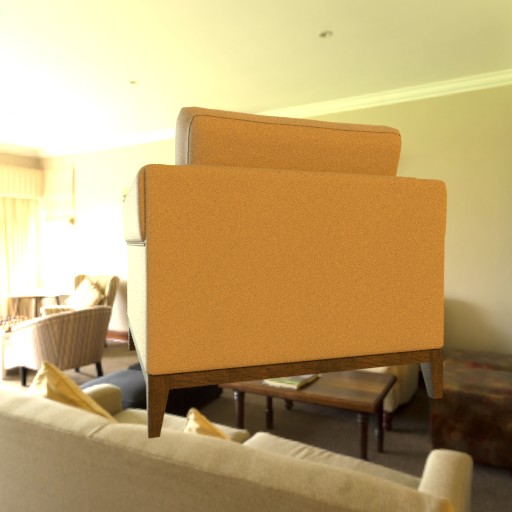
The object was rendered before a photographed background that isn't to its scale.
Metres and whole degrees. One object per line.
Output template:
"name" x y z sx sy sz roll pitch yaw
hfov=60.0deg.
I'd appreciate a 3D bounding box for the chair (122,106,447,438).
"chair" 0.000 0.000 1.638 0.914 0.838 0.959 -1 2 -19
